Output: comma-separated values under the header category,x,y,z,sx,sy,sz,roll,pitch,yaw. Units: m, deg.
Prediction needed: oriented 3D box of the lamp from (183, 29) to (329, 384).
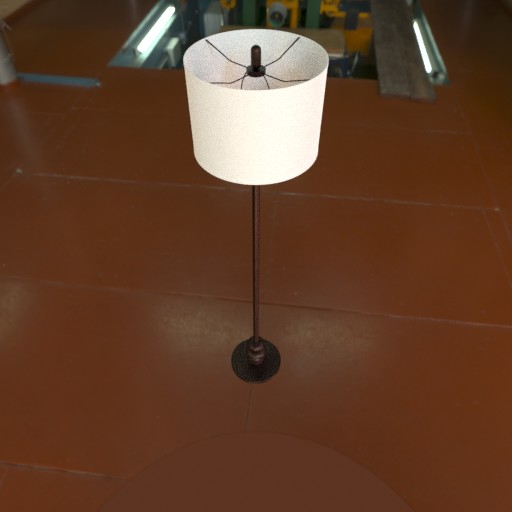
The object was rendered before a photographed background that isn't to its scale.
category,x,y,z,sx,sy,sz,roll,pitch,yaw
lamp,0.000,0.000,1.613,0.356,1.487,0.356,32,55,27
